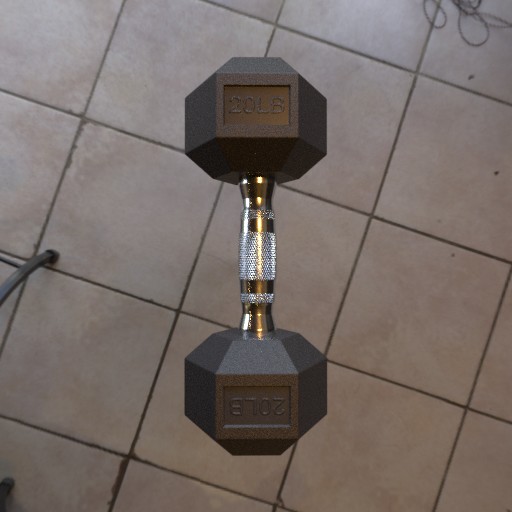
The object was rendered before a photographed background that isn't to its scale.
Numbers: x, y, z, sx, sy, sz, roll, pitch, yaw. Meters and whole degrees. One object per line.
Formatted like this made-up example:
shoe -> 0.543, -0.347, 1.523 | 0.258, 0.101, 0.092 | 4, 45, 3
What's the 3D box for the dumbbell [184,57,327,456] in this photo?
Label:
dumbbell -> 0.000, 0.000, 0.330 | 0.106, 0.092, 0.272 | 0, 90, -1
